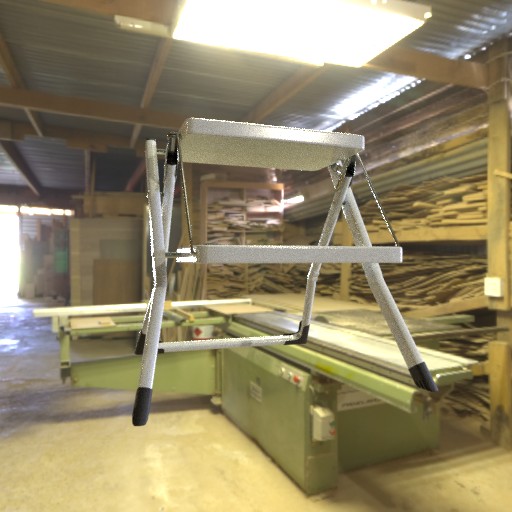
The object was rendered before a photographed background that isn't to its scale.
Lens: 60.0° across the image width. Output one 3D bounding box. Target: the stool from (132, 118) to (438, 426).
[{"bbox_3d":[0.000,0.000,0.860,0.485,0.445,0.490,0,0,-19],"label":"stool"}]
